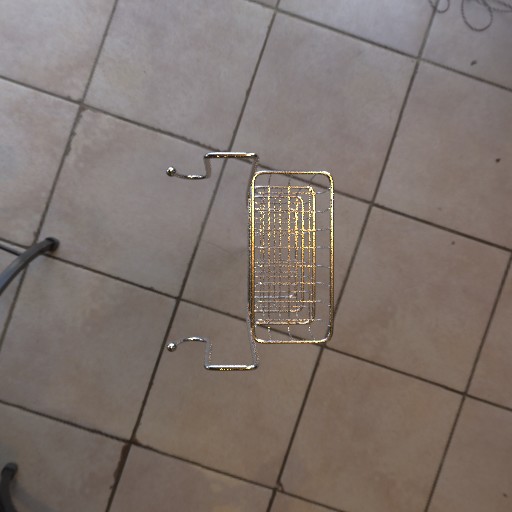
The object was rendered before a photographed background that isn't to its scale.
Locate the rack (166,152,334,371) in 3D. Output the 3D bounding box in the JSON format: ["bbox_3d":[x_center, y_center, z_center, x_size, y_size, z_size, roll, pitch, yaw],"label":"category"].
[{"bbox_3d":[0.000,0.000,0.686,0.202,0.574,0.228,0,91,-1],"label":"rack"}]
